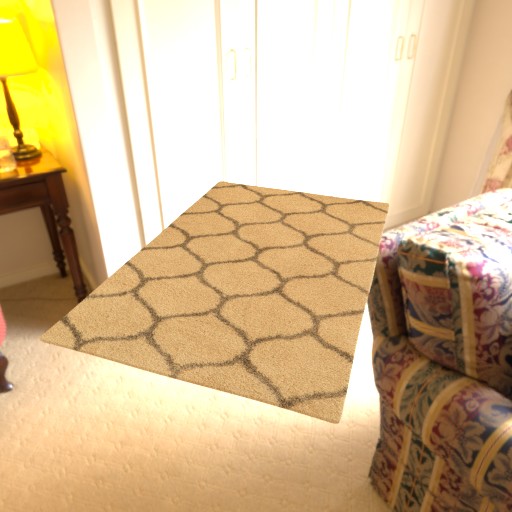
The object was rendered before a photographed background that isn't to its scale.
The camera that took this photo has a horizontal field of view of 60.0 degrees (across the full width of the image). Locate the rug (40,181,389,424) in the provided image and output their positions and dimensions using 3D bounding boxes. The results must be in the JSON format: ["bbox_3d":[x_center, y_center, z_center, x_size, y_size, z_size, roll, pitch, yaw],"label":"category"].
[{"bbox_3d":[0.000,0.000,3.470,1.801,0.026,2.701,10,32,17],"label":"rug"}]
